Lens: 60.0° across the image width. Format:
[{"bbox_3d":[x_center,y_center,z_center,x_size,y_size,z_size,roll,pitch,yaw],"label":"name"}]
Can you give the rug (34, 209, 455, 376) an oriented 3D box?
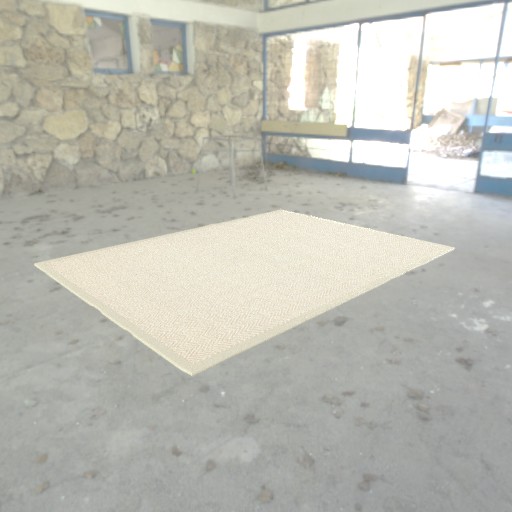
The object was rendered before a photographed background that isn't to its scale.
[{"bbox_3d":[0.000,0.000,4.766,3.659,0.037,2.734,-17,25,-41],"label":"rug"}]
